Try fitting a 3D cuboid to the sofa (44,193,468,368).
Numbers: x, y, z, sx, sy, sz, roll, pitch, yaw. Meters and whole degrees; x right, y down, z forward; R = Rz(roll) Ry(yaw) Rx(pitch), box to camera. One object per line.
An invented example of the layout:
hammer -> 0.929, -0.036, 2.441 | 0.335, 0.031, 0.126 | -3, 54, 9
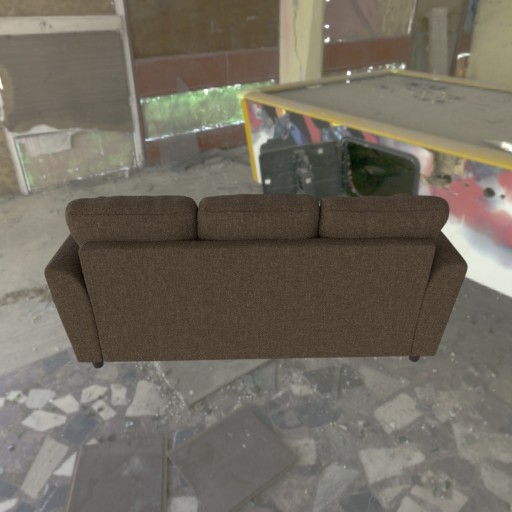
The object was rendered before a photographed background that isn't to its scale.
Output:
sofa -> 0.000, 0.000, 2.360 | 1.847, 0.891, 0.837 | -1, 30, -1
